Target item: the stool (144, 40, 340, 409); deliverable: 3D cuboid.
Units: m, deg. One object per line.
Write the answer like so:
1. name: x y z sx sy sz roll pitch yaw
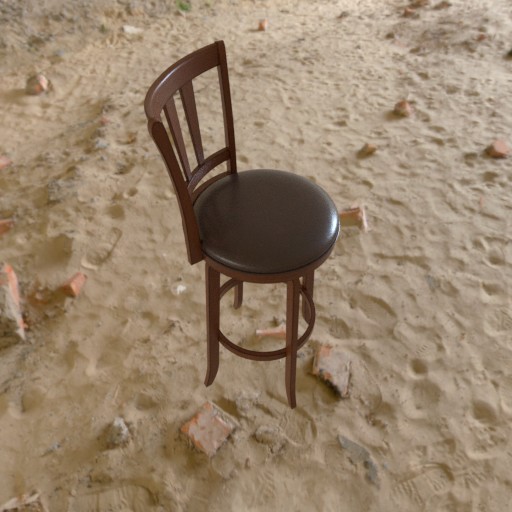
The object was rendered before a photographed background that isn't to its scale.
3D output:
1. stool: 0.000 0.000 1.462 0.503 1.177 0.464 11 48 10
